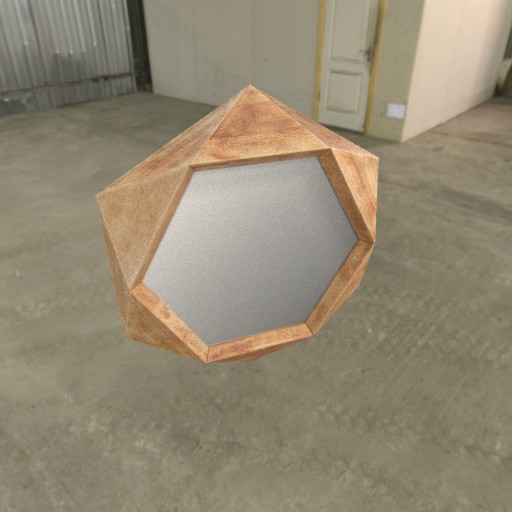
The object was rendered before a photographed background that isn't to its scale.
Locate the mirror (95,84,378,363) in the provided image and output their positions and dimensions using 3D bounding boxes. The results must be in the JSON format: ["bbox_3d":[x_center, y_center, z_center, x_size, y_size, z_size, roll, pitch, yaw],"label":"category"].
[{"bbox_3d":[0.000,0.000,1.080,0.675,0.779,0.091,-11,33,-17],"label":"mirror"}]
